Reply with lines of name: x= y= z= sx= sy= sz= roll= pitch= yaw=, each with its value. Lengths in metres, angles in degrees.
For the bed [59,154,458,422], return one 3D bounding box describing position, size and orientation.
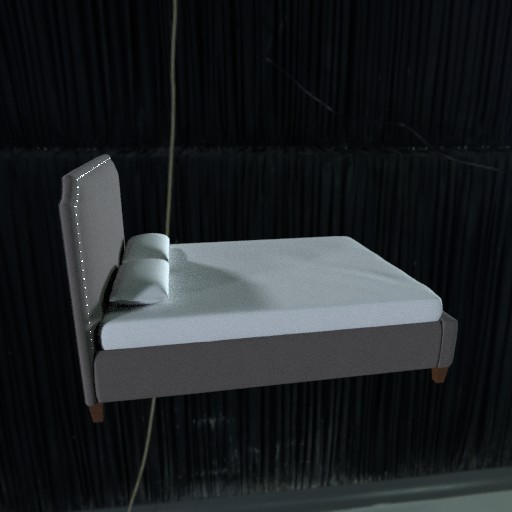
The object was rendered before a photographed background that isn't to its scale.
bed: x=0.000 y=0.000 z=3.372 sx=2.372 sy=1.443 sz=1.713 roll=-3 pitch=18 yaw=-10
